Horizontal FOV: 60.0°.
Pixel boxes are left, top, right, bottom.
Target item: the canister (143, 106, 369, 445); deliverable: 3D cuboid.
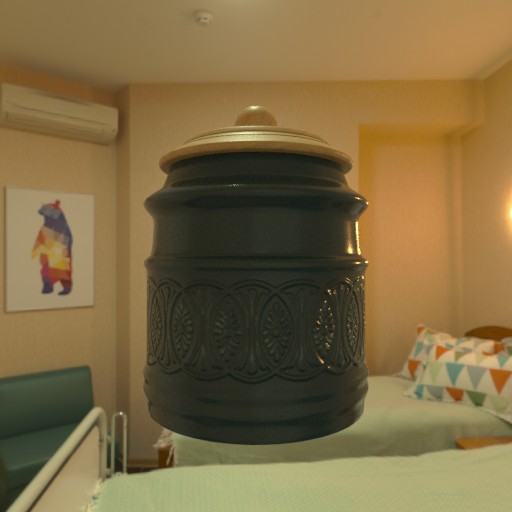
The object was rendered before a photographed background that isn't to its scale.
[{"bbox_3d":[0.000,0.000,0.263,0.130,0.176,0.130,0,0,0],"label":"canister"}]
